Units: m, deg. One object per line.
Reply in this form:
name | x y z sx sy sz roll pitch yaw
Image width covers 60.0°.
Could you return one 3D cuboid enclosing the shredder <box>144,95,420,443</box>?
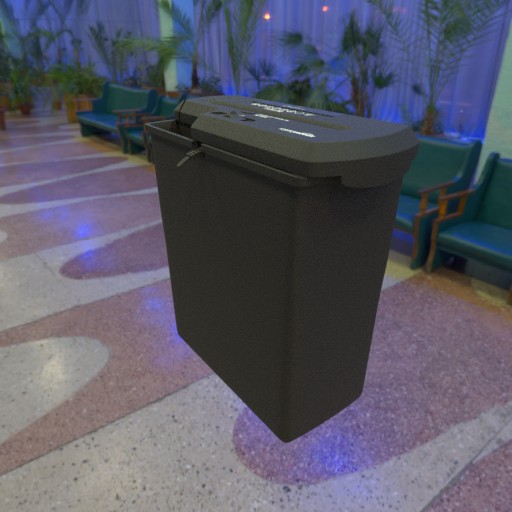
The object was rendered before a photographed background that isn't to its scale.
shredder | 0.000 0.000 0.523 0.170 0.335 0.320 -18 32 -32
